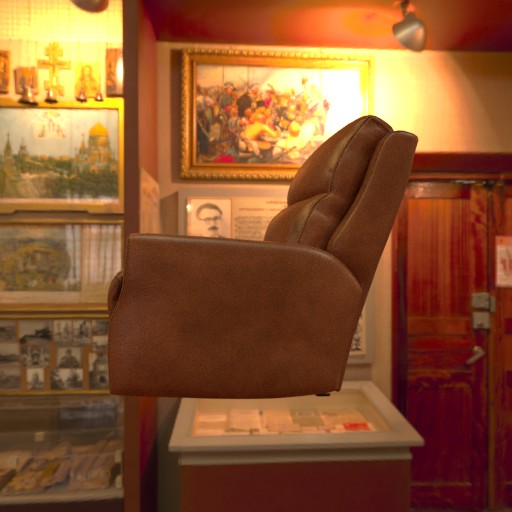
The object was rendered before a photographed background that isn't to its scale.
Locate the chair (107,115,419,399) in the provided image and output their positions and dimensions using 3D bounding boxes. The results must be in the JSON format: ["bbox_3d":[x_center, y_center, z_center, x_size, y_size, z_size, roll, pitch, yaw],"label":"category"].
[{"bbox_3d":[0.000,0.000,1.808,1.072,1.016,0.821,0,0,-1],"label":"chair"}]
